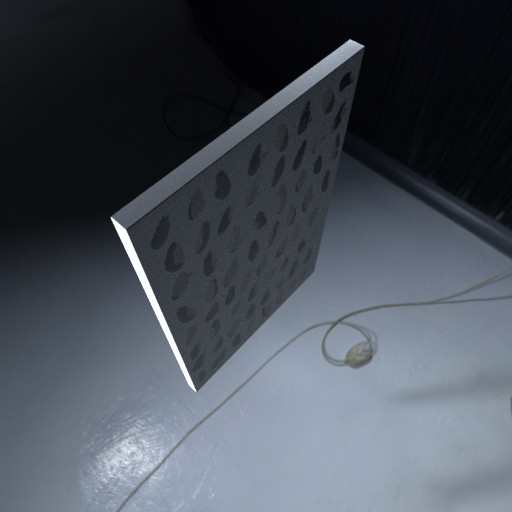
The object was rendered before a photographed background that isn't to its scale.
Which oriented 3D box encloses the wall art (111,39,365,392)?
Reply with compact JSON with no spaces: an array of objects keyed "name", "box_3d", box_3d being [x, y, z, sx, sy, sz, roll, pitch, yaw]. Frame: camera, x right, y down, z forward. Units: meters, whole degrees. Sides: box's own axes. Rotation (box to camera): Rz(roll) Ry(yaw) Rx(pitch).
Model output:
[{"name":"wall art","box_3d":[0.000,0.000,0.776,0.025,0.608,0.405,38,66,21]}]
